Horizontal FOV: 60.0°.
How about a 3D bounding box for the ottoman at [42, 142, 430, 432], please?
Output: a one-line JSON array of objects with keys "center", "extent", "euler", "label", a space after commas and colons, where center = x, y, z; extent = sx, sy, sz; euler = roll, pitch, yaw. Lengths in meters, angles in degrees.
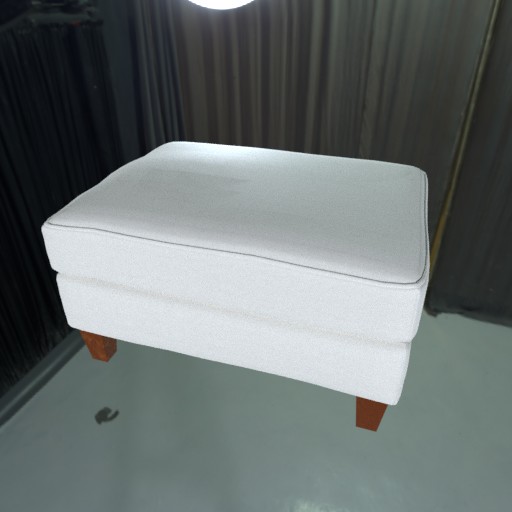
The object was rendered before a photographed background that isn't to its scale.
[{"center": [0.000, 0.000, 1.192], "extent": [0.818, 0.479, 0.634], "euler": [10, 33, 15], "label": "ottoman"}]
